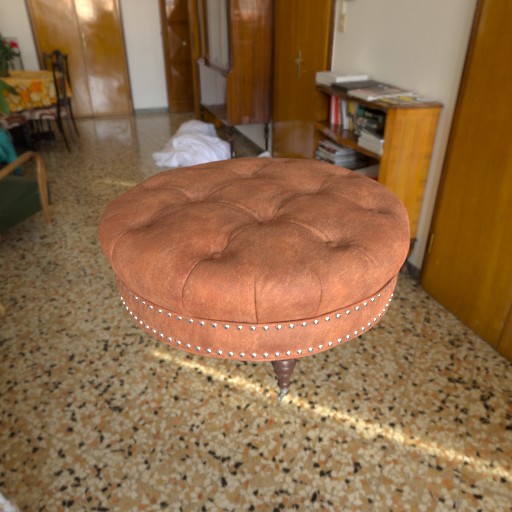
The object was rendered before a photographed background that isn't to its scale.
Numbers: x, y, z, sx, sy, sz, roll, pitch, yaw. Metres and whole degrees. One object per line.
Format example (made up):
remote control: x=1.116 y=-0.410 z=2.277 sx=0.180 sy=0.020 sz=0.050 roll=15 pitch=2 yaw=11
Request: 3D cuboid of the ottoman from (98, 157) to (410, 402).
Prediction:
ottoman: x=0.000 y=0.000 z=1.388 sx=0.901 sy=0.444 sz=0.901 roll=0 pitch=29 yaw=0
